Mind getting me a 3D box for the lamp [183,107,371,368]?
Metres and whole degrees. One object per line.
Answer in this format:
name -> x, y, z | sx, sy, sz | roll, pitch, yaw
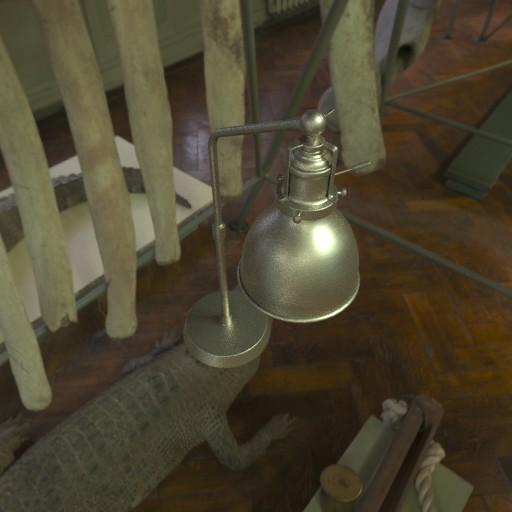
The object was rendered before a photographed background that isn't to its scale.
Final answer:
lamp -> 0.000, 0.000, 0.586 | 0.286, 0.456, 0.153 | 31, 53, 27
